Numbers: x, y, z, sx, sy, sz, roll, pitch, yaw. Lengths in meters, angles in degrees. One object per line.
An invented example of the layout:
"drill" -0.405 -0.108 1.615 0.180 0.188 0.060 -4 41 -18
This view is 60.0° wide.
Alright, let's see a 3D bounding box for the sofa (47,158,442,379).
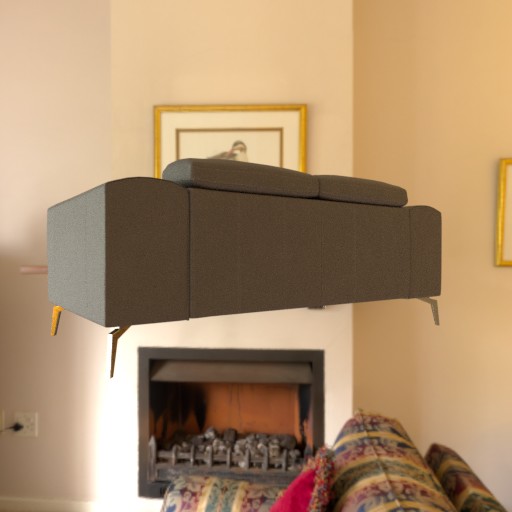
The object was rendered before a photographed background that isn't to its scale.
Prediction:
"sofa" 0.000 0.000 2.346 1.895 0.779 1.003 0 0 -35
